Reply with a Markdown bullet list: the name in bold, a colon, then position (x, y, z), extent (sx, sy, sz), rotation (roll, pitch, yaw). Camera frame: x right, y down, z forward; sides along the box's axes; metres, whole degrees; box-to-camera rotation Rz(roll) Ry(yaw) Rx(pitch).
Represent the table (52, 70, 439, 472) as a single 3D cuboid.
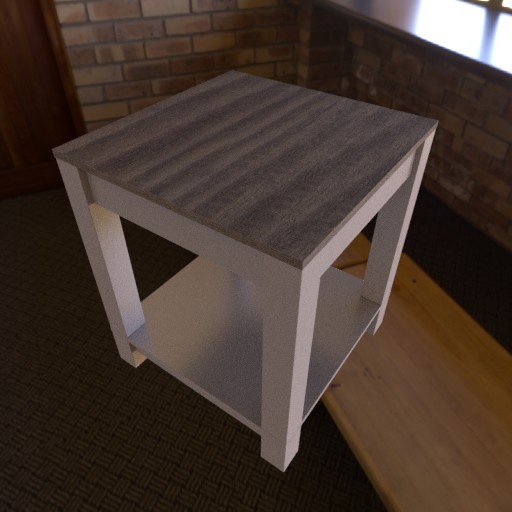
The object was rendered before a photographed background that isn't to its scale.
- **table**: position (0.000, 0.000, 1.001), extent (0.504, 0.587, 0.506), rotation (25, 47, 26)
